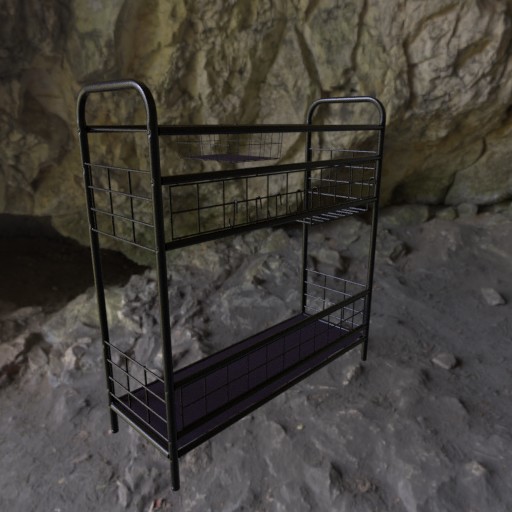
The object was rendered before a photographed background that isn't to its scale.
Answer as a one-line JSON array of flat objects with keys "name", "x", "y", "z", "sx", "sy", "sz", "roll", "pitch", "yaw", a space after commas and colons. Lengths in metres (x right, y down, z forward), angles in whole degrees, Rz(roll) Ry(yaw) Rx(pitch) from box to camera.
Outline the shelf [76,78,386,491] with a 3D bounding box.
[{"name": "shelf", "x": 0.000, "y": 0.000, "z": 1.463, "sx": 0.350, "sy": 1.026, "sz": 0.961, "roll": 16, "pitch": 23, "yaw": 42}]
